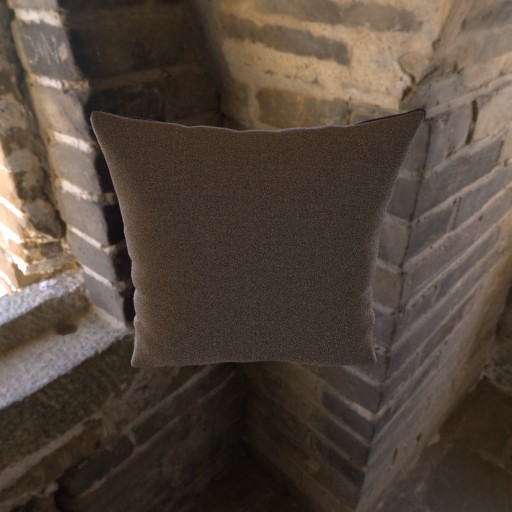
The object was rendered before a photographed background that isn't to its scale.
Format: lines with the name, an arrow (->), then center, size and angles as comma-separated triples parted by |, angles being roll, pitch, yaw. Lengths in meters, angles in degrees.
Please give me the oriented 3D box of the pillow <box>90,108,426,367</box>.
pillow -> 0.000, 0.000, 0.683 | 0.440, 0.441, 0.147 | -1, 30, -2
